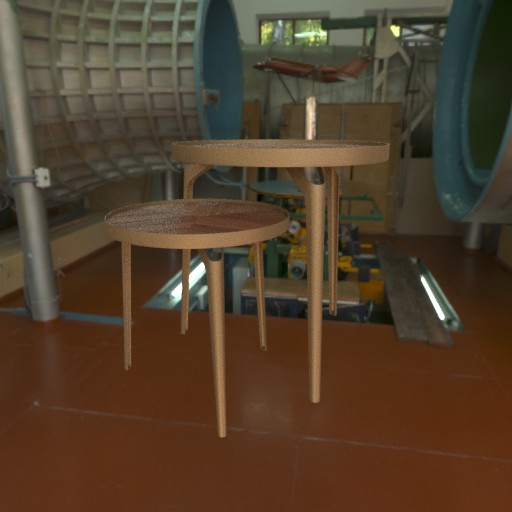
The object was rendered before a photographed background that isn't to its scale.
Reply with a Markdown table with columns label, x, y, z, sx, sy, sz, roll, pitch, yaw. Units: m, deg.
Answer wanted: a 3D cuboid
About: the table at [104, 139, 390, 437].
| label | x | y | z | sx | sy | sz | roll | pitch | yaw |
| --- | --- | --- | --- | --- | --- | --- | --- | --- | --- |
| table | 0.000 | 0.000 | 1.130 | 0.532 | 0.555 | 0.751 | 15 | 22 | 42 |
